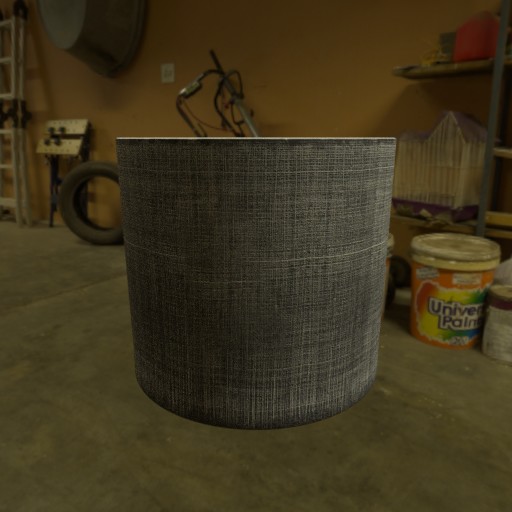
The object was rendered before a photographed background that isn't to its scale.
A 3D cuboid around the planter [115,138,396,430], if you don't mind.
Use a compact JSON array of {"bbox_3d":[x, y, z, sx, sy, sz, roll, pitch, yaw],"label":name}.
[{"bbox_3d":[0.000,0.000,0.390,0.221,0.201,0.221,0,15,0],"label":"planter"}]
